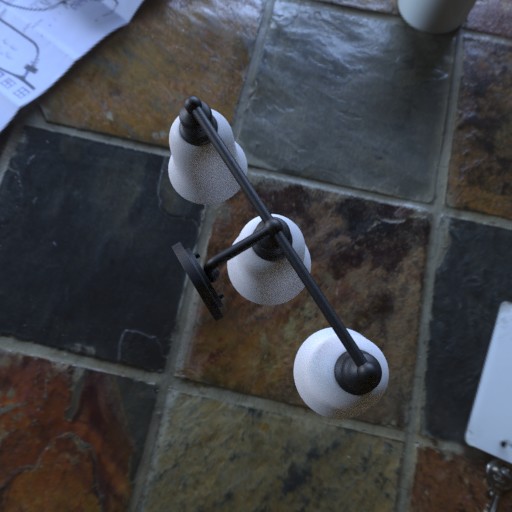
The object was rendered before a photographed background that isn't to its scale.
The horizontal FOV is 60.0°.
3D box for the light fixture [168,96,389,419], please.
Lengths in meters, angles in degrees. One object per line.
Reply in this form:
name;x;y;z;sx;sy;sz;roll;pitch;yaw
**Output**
light fixture;0.000;0.000;0.661;0.198;0.211;0.570;-31;77;-8
